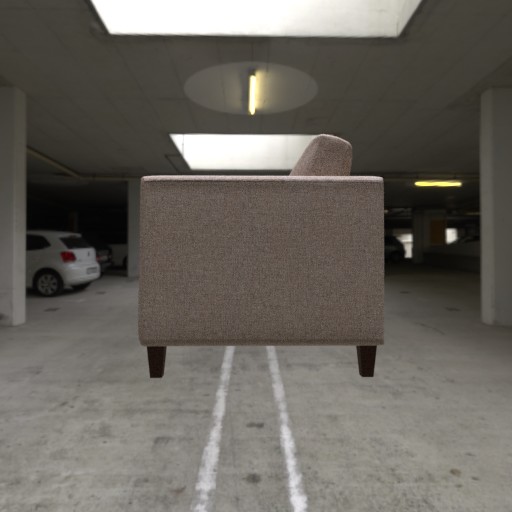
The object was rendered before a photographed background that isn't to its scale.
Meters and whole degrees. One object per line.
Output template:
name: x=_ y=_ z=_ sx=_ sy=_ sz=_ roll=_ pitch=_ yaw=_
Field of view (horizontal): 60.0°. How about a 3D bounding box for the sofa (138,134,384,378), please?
sofa: x=0.000 y=0.000 z=2.733 sx=0.951 sy=0.965 sz=2.208 roll=0 pitch=-1 yaw=-1
